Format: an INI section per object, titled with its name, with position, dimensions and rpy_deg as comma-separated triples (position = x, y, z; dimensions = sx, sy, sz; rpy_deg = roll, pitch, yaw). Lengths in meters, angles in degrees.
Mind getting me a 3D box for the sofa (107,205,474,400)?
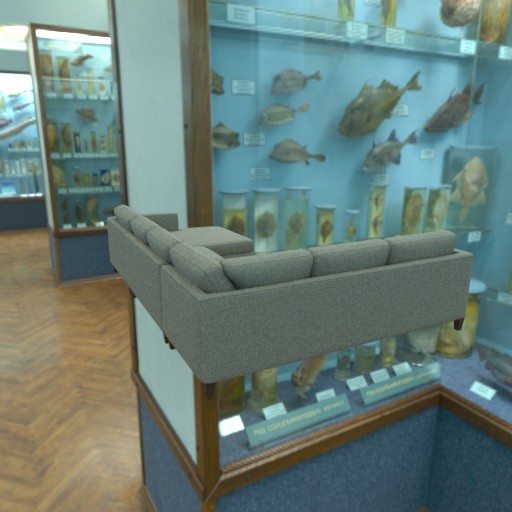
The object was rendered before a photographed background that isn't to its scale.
[sofa]
position = 0.000, 0.000, 4.759
dimensions = 2.551, 0.889, 3.403
rpy_deg = -7, 16, -26
